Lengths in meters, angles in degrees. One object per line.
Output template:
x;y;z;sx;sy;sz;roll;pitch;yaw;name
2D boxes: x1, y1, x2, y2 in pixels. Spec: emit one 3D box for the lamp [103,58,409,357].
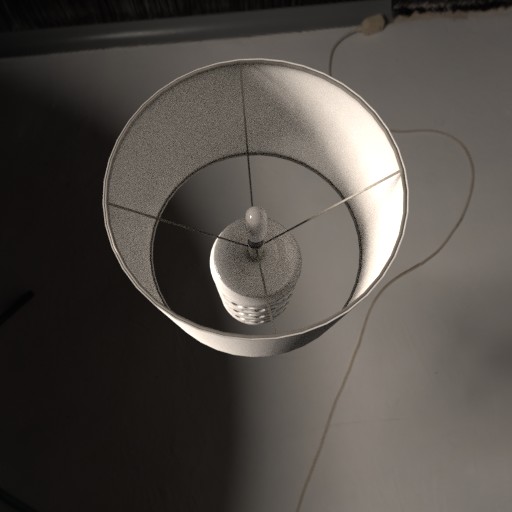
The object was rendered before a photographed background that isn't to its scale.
0.000;0.000;0.685;0.310;0.502;0.310;0;74;0;lamp
